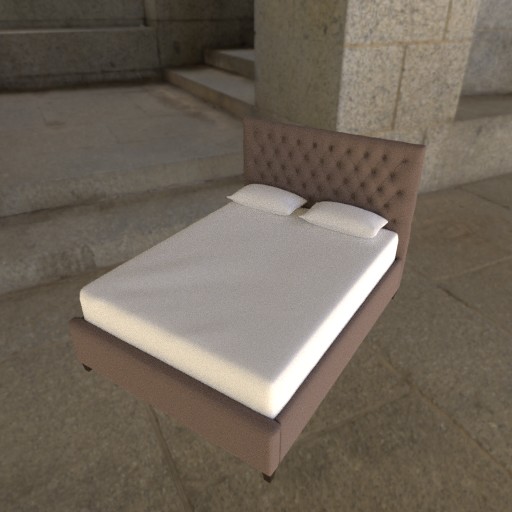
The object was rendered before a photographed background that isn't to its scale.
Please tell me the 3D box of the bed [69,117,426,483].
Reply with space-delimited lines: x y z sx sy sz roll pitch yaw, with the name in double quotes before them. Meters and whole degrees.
"bed" 0.000 0.000 3.335 1.696 1.426 2.233 19 35 28
